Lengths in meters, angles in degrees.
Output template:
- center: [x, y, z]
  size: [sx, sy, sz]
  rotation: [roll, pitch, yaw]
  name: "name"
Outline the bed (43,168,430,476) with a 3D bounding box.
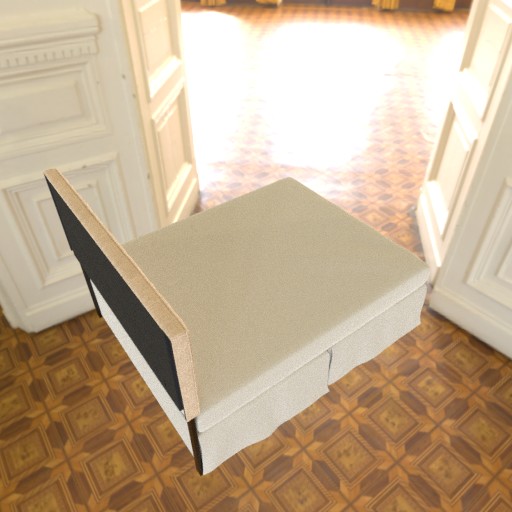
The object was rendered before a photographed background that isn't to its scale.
- center: [0.000, 0.000, 3.011]
  size: [1.978, 1.270, 1.643]
  rotation: [-26, 47, -27]
  name: "bed"
